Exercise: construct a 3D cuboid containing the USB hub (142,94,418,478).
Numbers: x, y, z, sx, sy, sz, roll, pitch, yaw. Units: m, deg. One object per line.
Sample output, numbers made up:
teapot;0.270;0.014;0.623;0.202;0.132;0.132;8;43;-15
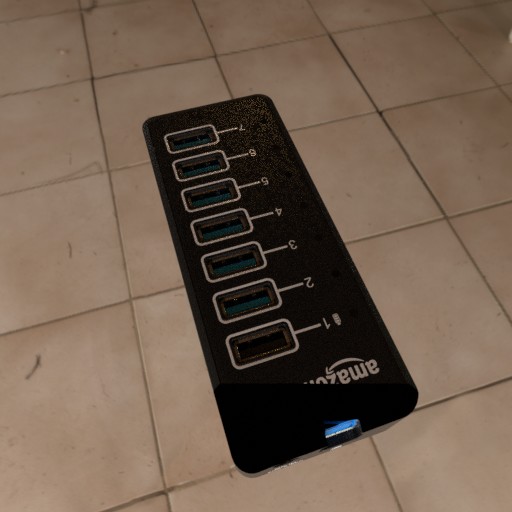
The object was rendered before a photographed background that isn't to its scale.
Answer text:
USB hub;0.000;0.000;0.130;0.044;0.023;0.110;-16;61;-9
